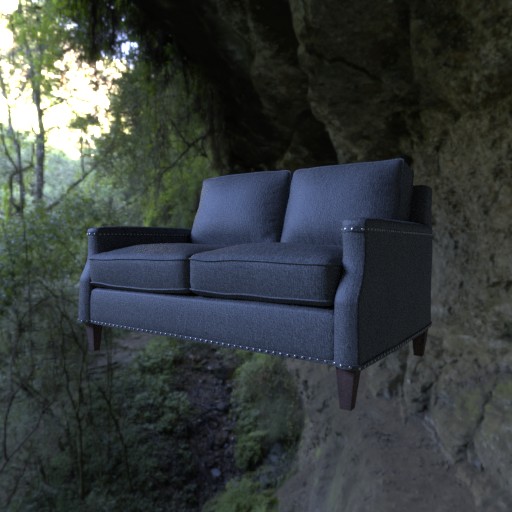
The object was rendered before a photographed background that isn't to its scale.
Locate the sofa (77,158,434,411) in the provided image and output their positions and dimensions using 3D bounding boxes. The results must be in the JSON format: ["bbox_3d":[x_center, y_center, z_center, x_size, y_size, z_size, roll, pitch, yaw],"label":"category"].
[{"bbox_3d":[0.000,0.000,2.318,1.597,1.003,1.084,1,2,35],"label":"sofa"}]
